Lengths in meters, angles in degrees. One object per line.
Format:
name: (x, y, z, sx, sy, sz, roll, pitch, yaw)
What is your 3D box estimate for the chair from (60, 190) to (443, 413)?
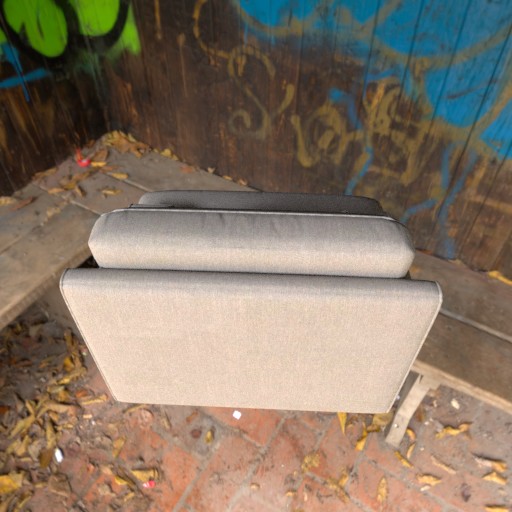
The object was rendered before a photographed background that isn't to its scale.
chair: (0.000, 0.000, 1.963, 1.270, 0.974, 1.043, 2, 46, 2)
